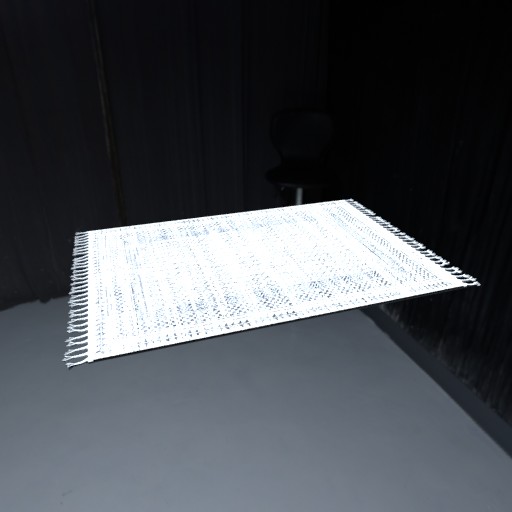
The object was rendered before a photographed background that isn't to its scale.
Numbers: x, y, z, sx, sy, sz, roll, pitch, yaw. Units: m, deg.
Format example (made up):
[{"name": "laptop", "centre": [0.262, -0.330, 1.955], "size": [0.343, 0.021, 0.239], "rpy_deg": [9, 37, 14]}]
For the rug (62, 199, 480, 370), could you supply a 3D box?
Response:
[{"name": "rug", "centre": [0.000, 0.000, 2.361], "size": [1.872, 0.013, 1.243], "rpy_deg": [-9, 29, -16]}]
